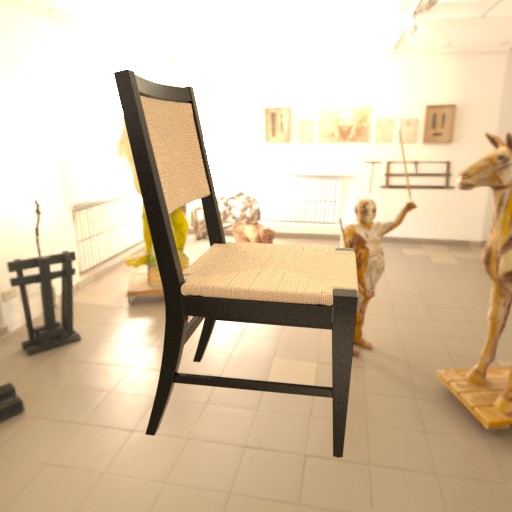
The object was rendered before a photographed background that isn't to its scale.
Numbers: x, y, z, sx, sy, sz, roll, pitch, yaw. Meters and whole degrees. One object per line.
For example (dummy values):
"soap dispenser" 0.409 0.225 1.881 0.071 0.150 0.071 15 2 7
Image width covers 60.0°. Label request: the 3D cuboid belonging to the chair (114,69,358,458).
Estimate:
"chair" 0.000 0.000 1.235 0.552 0.927 0.437 3 16 11
